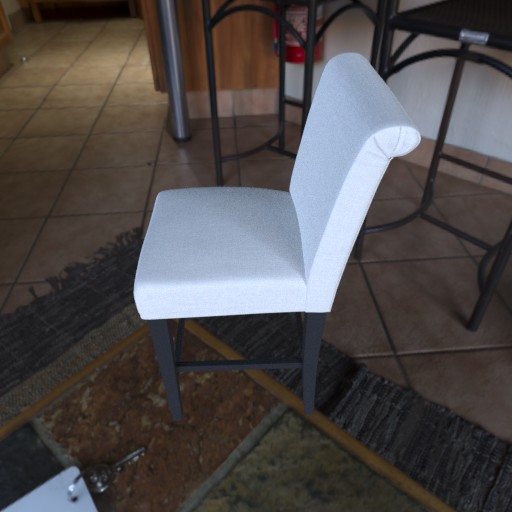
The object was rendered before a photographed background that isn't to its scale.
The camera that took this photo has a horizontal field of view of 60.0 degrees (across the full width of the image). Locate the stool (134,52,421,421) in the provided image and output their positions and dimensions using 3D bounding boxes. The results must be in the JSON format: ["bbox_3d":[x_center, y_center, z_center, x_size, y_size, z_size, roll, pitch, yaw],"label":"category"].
[{"bbox_3d":[0.000,0.000,1.267,0.597,0.976,0.452,-1,41,-2],"label":"stool"}]
